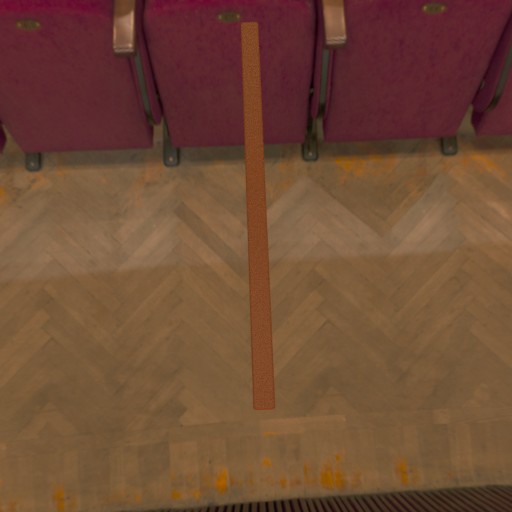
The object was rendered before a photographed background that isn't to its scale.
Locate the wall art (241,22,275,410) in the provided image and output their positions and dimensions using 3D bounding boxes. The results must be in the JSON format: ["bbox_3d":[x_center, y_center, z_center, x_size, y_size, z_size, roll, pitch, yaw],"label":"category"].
[{"bbox_3d":[0.000,0.000,0.518,0.015,0.379,0.310,-2,76,-1],"label":"wall art"}]
